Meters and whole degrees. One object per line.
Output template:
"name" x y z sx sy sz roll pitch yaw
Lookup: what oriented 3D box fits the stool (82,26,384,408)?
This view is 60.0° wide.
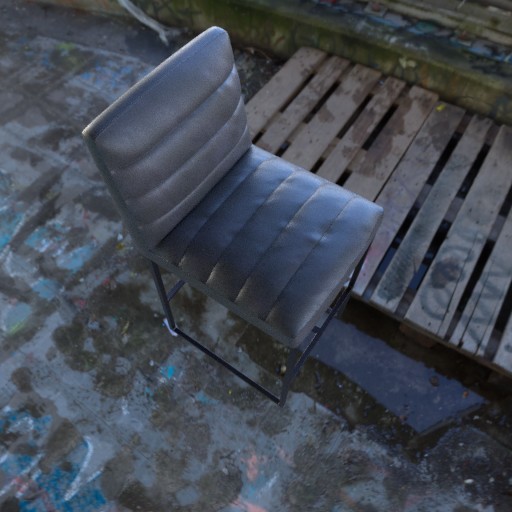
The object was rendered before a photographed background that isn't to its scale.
"stool" 0.000 0.000 1.333 0.562 1.065 0.463 31 64 17
